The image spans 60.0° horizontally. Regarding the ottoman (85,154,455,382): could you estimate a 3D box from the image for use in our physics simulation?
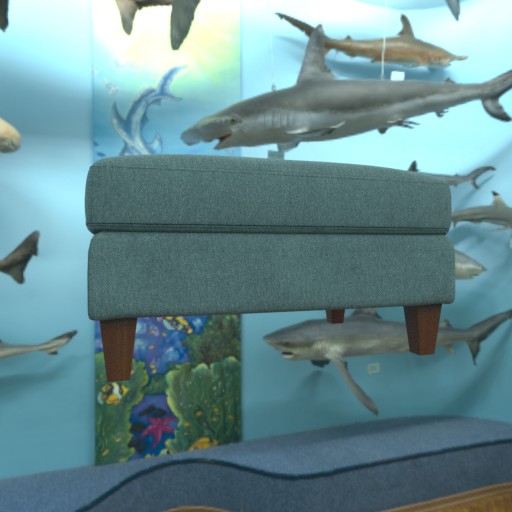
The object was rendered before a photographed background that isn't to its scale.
[{"bbox_3d":[0.000,0.000,1.224,0.864,0.483,0.584,0,1,-17],"label":"ottoman"}]
